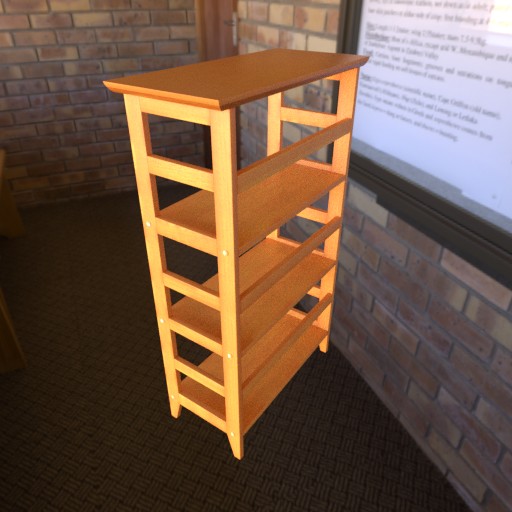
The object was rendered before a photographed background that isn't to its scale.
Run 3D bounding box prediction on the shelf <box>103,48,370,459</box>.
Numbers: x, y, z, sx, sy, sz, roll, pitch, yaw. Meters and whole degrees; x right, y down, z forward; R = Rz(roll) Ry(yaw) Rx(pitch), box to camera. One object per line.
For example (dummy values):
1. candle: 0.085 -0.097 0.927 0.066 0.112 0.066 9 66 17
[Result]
1. shelf: 0.000 0.000 1.344 0.305 1.067 0.660 20 37 29
